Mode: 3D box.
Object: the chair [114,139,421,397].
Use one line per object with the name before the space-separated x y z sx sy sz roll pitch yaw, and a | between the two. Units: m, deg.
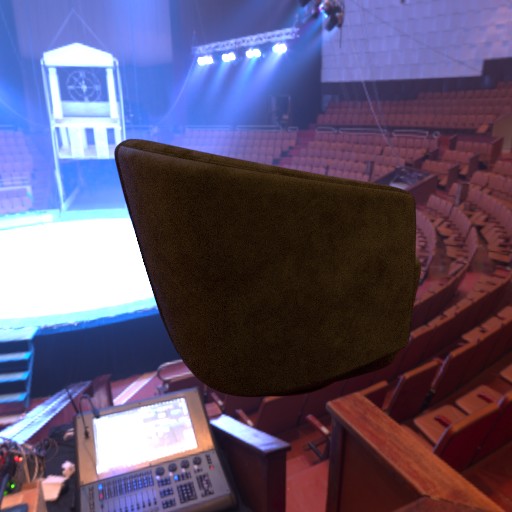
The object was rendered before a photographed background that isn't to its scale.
chair | 0.000 0.000 1.353 0.767 0.698 0.773 -8 18 -25
